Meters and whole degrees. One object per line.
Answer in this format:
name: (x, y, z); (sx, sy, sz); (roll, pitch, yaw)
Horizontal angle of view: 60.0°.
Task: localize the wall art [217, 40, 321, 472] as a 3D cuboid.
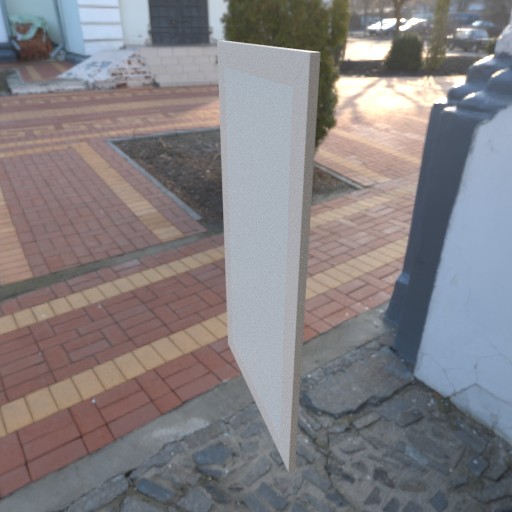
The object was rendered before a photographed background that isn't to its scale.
wall art: (0.000, 0.000, 0.794); (0.013, 0.683, 0.380); (-9, 29, -17)
